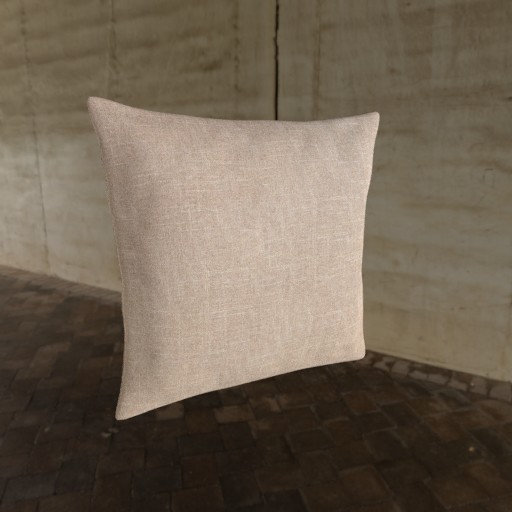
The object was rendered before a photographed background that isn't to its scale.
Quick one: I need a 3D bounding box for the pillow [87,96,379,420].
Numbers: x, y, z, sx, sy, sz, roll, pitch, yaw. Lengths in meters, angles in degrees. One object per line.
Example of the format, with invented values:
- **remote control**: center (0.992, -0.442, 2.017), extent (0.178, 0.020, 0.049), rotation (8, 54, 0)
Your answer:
- **pillow**: center (0.000, 0.000, 0.782), extent (0.523, 0.506, 0.166), rotation (-6, 15, -26)
